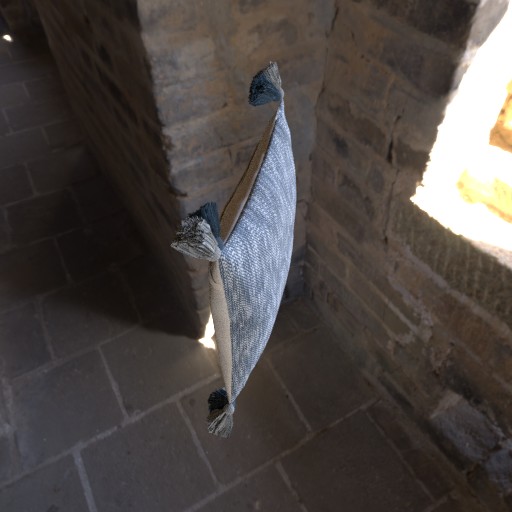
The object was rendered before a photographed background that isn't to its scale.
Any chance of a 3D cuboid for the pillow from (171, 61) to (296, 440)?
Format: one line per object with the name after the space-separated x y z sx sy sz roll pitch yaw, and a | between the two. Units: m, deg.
0.000 0.000 0.961 0.138 0.634 0.614 10 48 9 | pillow
